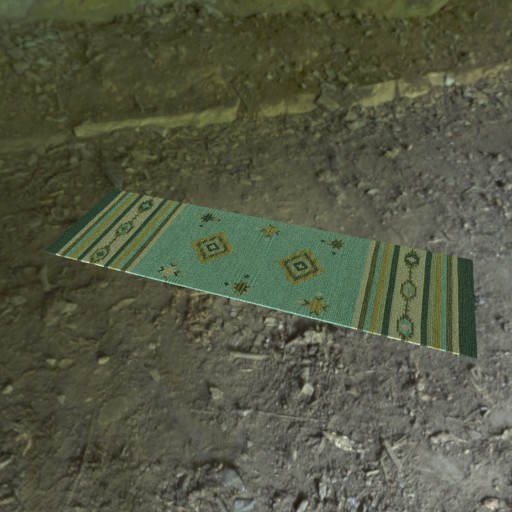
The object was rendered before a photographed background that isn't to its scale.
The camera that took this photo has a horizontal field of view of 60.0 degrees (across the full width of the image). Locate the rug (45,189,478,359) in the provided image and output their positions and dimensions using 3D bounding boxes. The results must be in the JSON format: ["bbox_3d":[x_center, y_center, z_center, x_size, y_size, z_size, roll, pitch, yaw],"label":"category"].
[{"bbox_3d":[0.000,0.000,2.642,2.441,0.010,0.744,12,42,14],"label":"rug"}]
